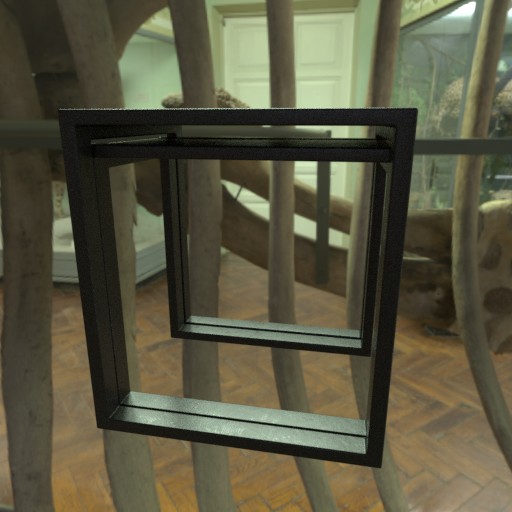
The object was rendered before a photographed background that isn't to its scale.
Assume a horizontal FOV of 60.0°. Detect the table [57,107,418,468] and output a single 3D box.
[{"bbox_3d":[0.000,0.000,0.885,0.500,0.550,0.449,3,17,11],"label":"table"}]
